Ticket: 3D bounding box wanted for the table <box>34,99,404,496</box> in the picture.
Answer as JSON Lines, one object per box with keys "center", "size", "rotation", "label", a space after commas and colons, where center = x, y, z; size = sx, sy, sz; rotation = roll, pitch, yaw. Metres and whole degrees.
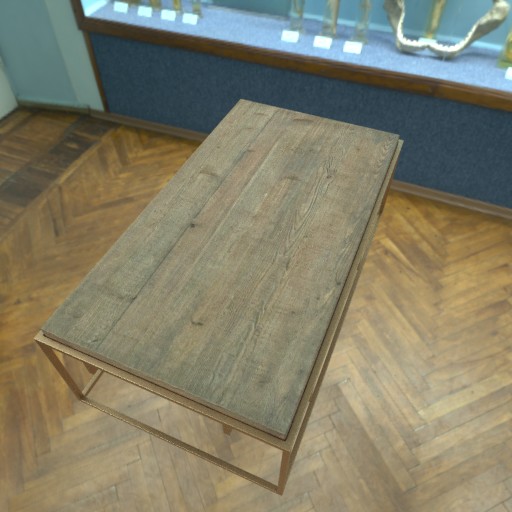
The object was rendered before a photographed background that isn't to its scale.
{"center": [0.000, 0.000, 1.722], "size": [0.775, 0.468, 1.387], "rotation": [18, 51, 15], "label": "table"}
